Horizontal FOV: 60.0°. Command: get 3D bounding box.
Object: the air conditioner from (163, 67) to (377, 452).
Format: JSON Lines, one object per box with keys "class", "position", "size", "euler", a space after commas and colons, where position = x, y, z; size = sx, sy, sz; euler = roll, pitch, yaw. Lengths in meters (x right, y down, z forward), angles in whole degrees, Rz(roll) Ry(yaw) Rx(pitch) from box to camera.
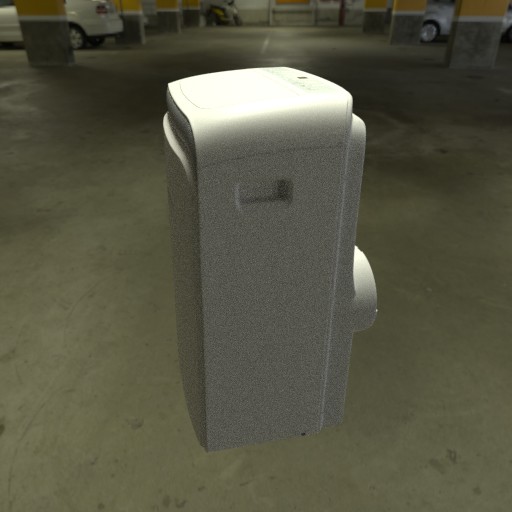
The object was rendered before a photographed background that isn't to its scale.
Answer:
{"class": "air conditioner", "position": [0.000, 0.000, 0.936], "size": [0.365, 0.700, 0.454], "euler": [-7, 31, -13]}
